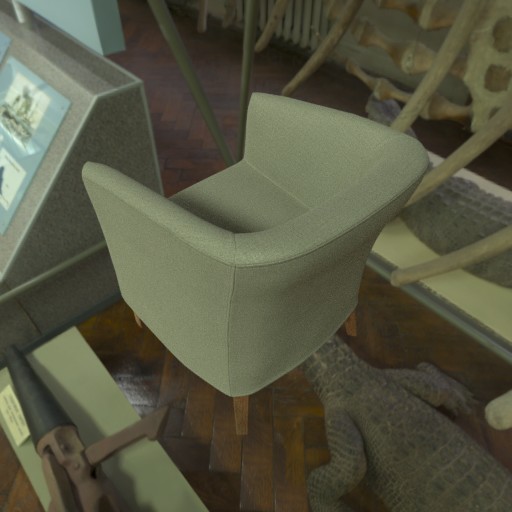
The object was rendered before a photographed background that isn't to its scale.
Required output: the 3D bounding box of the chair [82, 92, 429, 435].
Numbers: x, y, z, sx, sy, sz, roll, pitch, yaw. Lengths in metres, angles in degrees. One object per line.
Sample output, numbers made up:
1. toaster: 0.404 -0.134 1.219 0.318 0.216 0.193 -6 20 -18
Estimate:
1. chair: 0.000 0.000 1.236 0.600 0.771 0.668 -33 54 -28
